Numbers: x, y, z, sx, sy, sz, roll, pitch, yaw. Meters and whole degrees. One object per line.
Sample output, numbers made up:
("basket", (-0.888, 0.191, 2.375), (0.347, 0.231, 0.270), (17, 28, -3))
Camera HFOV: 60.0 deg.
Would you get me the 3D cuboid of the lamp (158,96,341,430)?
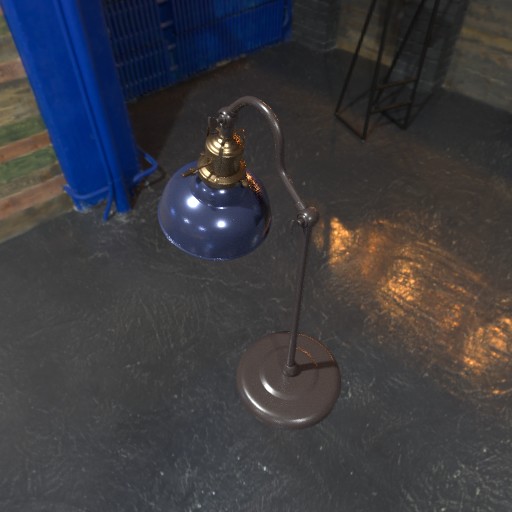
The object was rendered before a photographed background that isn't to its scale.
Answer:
("lamp", (0.000, 0.000, 0.676), (0.192, 0.508, 0.374), (-32, 54, -27))
